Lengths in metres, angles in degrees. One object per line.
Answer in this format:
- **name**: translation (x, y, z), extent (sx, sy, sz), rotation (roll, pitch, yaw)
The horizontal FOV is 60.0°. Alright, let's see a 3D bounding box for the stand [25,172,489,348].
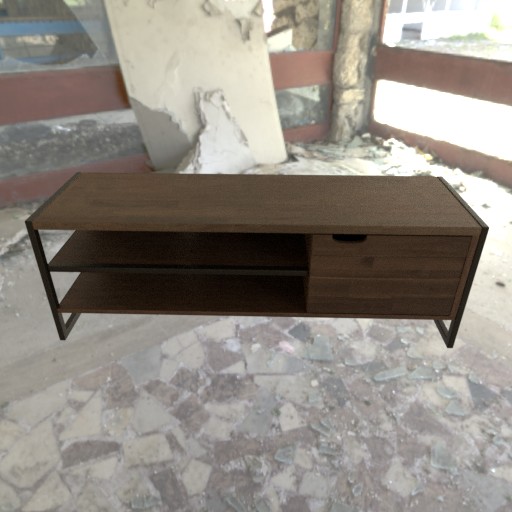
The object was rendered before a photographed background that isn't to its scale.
- **stand**: translation (0.000, 0.000, 1.731), extent (1.480, 0.506, 0.454), rotation (1, 31, 1)
